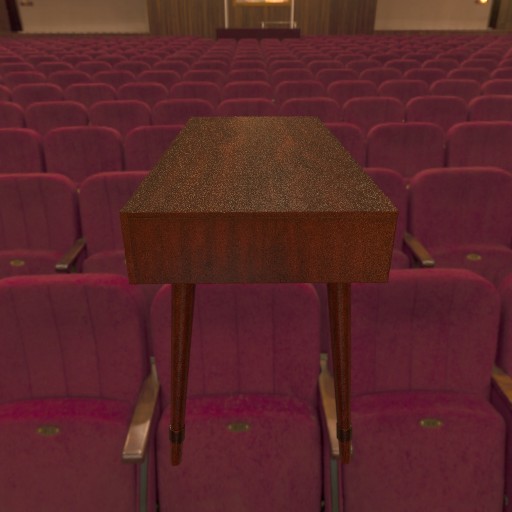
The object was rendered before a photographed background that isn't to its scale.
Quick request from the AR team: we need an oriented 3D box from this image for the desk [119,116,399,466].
[{"bbox_3d":[0.000,0.000,2.093,0.734,1.031,1.577,0,26,-1],"label":"desk"}]
